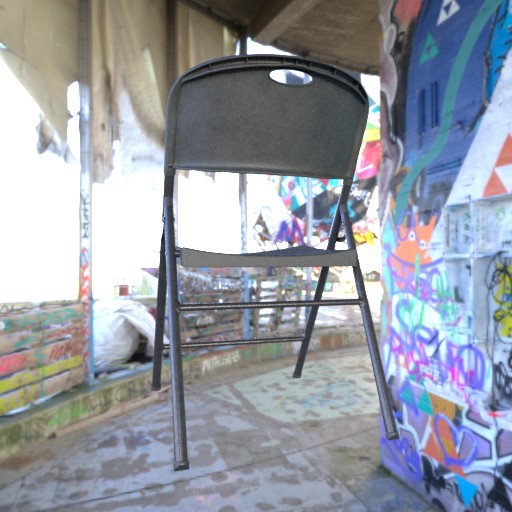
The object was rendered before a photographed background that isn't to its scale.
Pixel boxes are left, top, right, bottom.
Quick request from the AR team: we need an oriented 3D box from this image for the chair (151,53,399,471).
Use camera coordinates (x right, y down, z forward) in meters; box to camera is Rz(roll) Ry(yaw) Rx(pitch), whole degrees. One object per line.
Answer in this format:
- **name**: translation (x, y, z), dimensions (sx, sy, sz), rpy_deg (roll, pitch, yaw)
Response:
- **chair**: translation (0.000, 0.000, 1.155), dimensions (0.494, 0.810, 0.567), rpy_deg (0, 0, -18)
